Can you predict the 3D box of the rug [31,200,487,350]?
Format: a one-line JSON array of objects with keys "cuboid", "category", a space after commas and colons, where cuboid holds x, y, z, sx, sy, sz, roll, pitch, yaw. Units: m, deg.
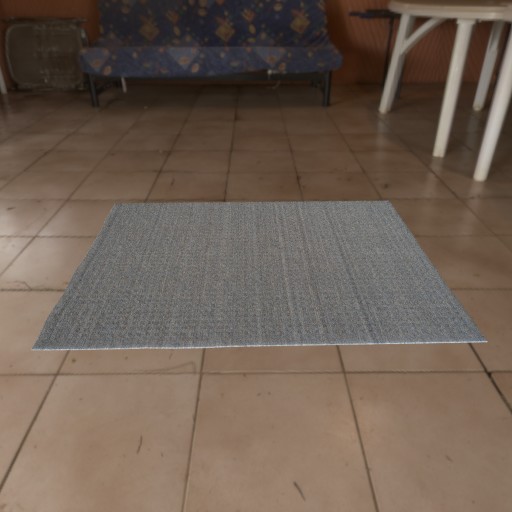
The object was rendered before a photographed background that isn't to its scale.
[{"cuboid": [0.000, 0.000, 4.127, 3.200, 0.007, 2.443, -1, 31, -1], "category": "rug"}]
